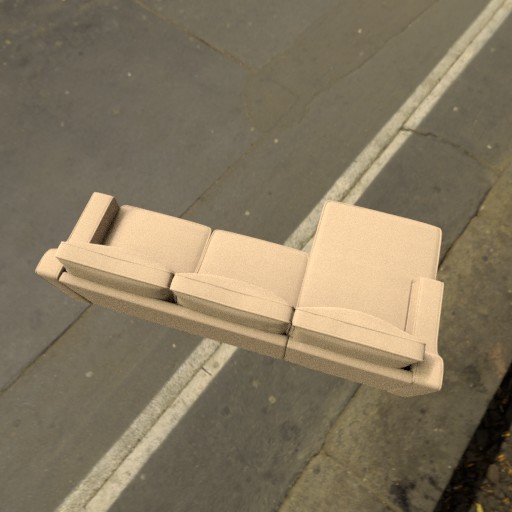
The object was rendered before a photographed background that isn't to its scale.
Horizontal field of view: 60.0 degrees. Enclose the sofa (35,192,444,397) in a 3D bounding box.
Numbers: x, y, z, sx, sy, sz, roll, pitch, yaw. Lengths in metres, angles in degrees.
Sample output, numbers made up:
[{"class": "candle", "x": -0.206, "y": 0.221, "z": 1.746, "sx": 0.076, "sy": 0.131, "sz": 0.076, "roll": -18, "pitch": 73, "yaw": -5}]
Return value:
[{"class": "sofa", "x": 0.000, "y": 0.000, "z": 3.171, "sx": 2.561, "sy": 0.928, "sz": 1.294, "roll": 15, "pitch": 65, "yaw": 7}]
